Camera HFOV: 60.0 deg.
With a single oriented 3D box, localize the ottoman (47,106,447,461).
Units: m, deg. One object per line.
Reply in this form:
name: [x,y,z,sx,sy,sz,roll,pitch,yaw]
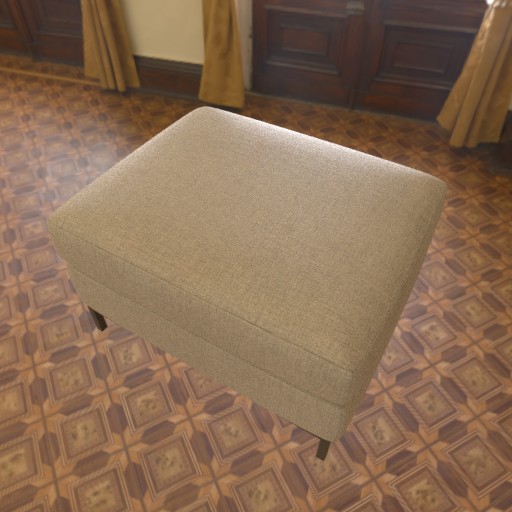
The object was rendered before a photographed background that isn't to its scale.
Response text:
ottoman: [0.000,0.000,1.233,0.820,0.490,0.671,23,51,21]
